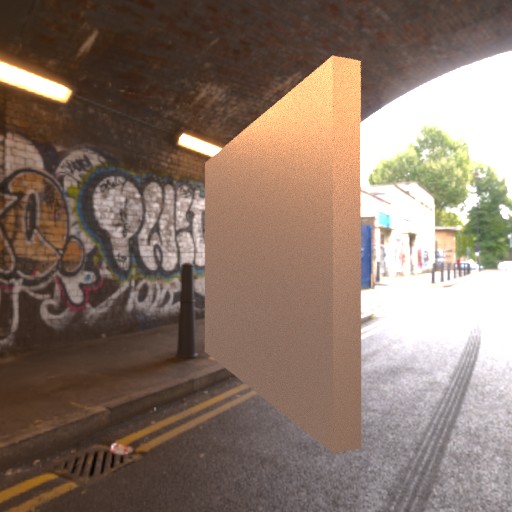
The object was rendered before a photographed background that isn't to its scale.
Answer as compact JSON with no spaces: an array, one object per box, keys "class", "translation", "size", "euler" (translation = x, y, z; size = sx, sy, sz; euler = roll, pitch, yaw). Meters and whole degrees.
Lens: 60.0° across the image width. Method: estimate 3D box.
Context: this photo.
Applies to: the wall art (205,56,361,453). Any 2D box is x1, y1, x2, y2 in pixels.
[{"class":"wall art","translation":[0.000,0.000,1.399],"size":[0.066,0.801,1.056],"euler":[0,-1,-21]}]
